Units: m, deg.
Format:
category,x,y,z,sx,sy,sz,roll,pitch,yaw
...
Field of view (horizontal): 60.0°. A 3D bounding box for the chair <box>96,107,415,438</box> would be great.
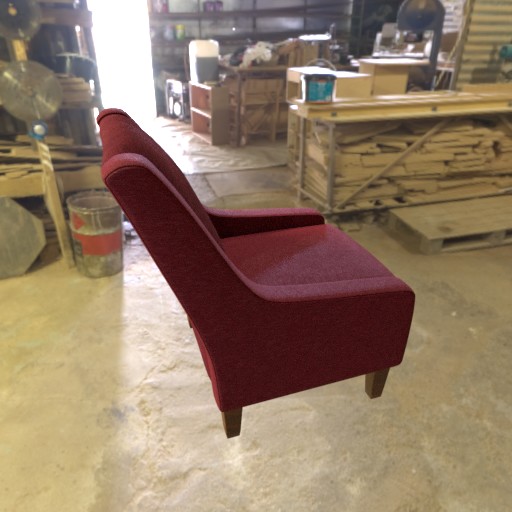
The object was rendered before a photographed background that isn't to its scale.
category,x,y,z,sx,sy,sz,roll,pitch,yaw
chair,0.000,0.000,1.668,0.985,1.017,0.793,-9,29,-16
